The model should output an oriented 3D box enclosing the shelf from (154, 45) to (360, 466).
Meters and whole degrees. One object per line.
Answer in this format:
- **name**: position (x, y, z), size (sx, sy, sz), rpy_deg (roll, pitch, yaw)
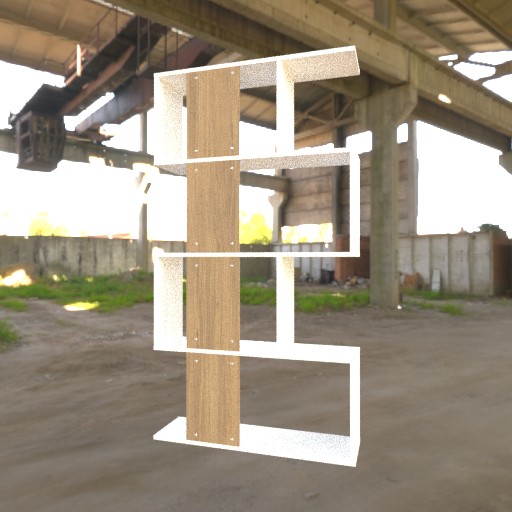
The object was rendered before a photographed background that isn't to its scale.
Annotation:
- **shelf**: position (0.000, 0.000, 1.985), size (0.890, 1.650, 0.250), rpy_deg (0, 0, 17)
